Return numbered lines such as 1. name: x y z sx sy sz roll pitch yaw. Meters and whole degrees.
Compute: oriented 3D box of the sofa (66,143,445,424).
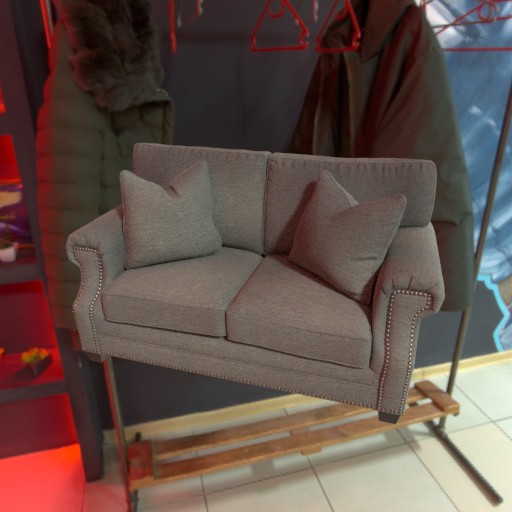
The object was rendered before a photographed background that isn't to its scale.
1. sofa: 0.000 0.000 2.229 1.701 0.966 0.966 7 25 15
